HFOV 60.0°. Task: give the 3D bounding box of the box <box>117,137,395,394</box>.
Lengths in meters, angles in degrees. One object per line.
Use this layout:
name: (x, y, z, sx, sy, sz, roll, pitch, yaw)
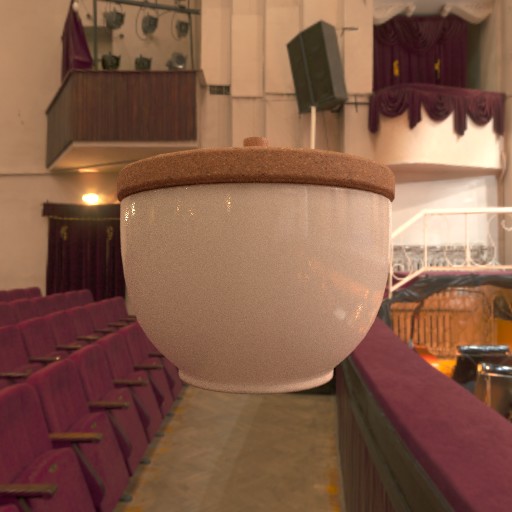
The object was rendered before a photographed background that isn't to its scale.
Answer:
box: (0.000, 0.000, 0.179, 0.107, 0.094, 0.107, 0, -1, 0)
